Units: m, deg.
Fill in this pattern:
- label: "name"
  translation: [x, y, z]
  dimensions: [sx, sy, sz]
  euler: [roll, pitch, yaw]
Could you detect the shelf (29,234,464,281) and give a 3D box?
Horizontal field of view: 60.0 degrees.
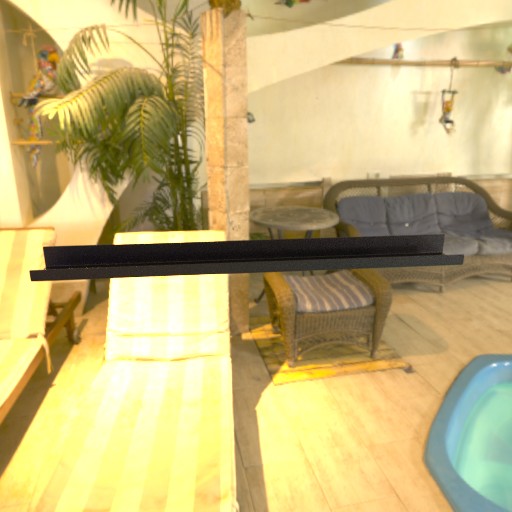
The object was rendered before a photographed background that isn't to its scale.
- label: "shelf"
  translation: [0.000, 0.000, 0.979]
  dimensions: [0.924, 0.049, 0.092]
  euler: [-2, 18, -6]
